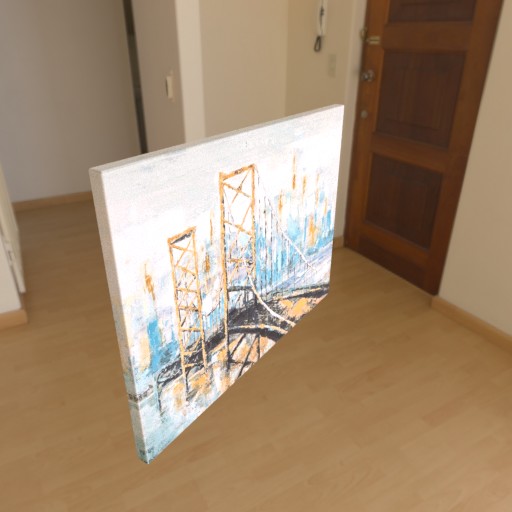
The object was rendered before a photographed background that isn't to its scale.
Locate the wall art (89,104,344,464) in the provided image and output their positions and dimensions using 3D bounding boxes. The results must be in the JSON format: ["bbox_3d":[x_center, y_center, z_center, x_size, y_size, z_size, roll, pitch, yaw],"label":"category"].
[{"bbox_3d":[0.000,0.000,1.337,0.038,0.762,1.016,17,31,31],"label":"wall art"}]
